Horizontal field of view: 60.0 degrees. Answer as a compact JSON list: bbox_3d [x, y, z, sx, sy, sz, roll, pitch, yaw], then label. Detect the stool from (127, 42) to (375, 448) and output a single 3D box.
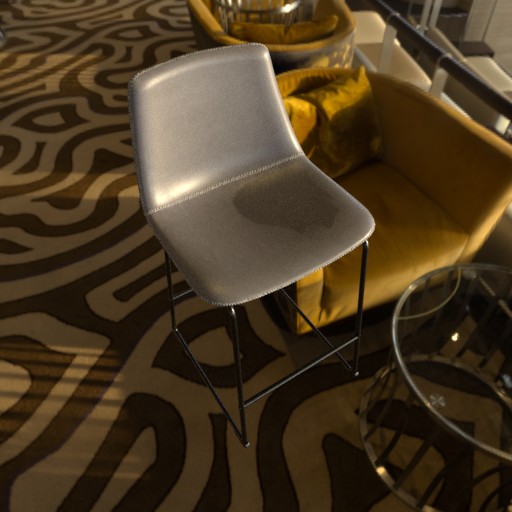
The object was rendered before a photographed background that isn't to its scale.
[{"bbox_3d":[0.000,0.000,1.165,0.470,0.876,0.546,-25,52,-22],"label":"stool"}]
